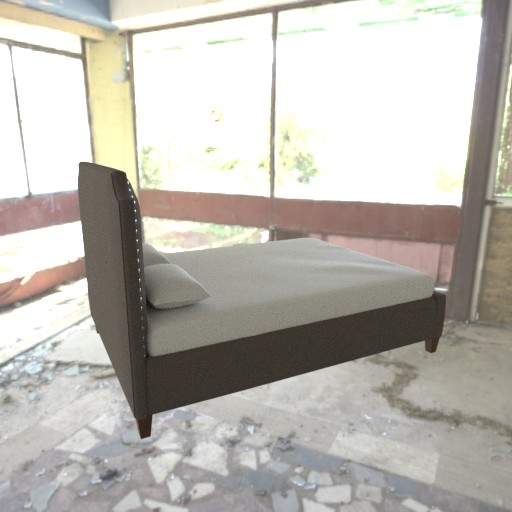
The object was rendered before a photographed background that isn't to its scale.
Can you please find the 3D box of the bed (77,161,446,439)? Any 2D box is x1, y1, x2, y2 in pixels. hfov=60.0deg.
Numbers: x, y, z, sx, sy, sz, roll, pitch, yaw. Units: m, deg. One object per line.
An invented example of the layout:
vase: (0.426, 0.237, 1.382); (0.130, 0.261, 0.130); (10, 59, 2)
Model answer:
bed: (0.000, 0.000, 3.451); (2.372, 1.443, 1.713); (-7, 16, -27)
